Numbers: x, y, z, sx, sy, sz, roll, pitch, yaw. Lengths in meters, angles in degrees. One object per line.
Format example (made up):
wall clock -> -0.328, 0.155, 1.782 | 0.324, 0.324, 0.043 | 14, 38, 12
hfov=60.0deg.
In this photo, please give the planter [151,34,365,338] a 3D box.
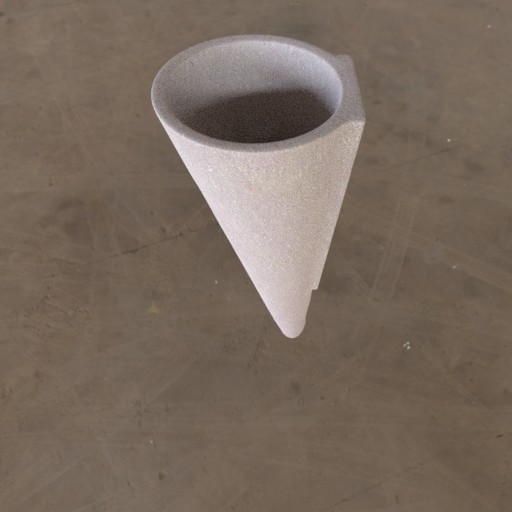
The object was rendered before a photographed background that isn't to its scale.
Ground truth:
planter -> 0.000, 0.000, 0.292 | 0.087, 0.259, 0.078 | -1, 57, -1
